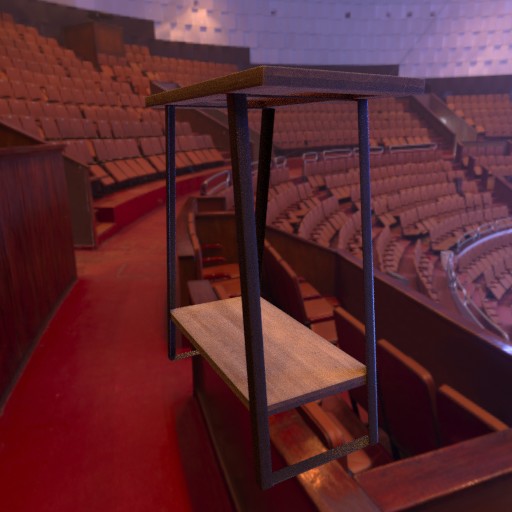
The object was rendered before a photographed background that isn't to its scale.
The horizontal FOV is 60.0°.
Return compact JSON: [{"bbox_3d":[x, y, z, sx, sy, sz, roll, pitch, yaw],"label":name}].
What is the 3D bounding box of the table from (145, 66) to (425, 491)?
[{"bbox_3d":[0.000,0.000,0.993,0.300,0.701,0.599,-8,17,-27],"label":"table"}]
